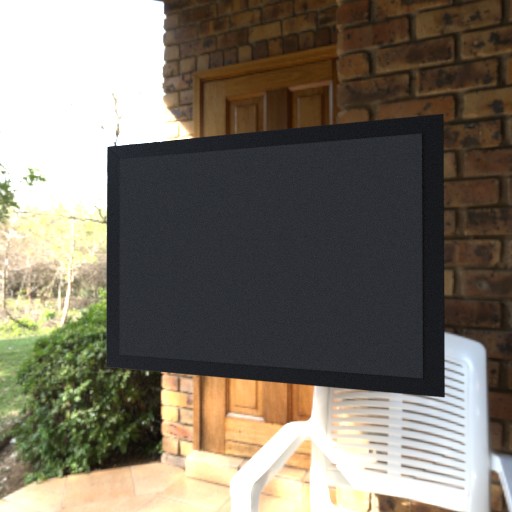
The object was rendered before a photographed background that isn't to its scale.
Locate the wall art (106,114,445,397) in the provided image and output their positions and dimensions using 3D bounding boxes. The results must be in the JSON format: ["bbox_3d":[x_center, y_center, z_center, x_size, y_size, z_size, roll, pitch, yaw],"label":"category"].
[{"bbox_3d":[0.000,0.000,0.552,0.432,0.306,0.016,0,-1,18],"label":"wall art"}]
